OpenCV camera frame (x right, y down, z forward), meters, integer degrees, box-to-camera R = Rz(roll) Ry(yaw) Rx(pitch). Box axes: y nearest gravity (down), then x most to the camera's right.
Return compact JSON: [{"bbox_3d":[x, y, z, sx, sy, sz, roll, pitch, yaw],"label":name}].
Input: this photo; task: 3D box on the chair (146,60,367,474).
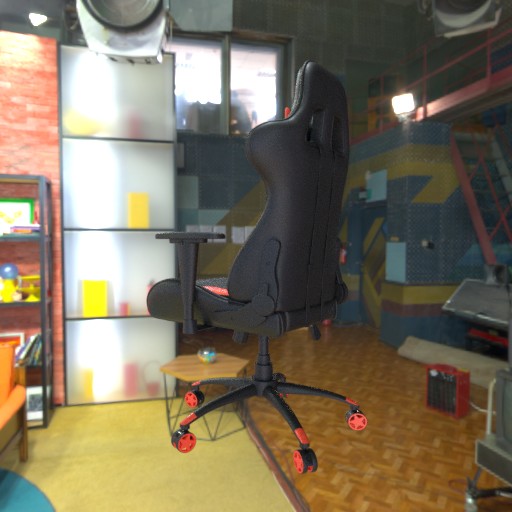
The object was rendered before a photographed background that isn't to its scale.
[{"bbox_3d":[0.000,0.000,1.663,0.730,1.282,0.695,1,3,36],"label":"chair"}]
